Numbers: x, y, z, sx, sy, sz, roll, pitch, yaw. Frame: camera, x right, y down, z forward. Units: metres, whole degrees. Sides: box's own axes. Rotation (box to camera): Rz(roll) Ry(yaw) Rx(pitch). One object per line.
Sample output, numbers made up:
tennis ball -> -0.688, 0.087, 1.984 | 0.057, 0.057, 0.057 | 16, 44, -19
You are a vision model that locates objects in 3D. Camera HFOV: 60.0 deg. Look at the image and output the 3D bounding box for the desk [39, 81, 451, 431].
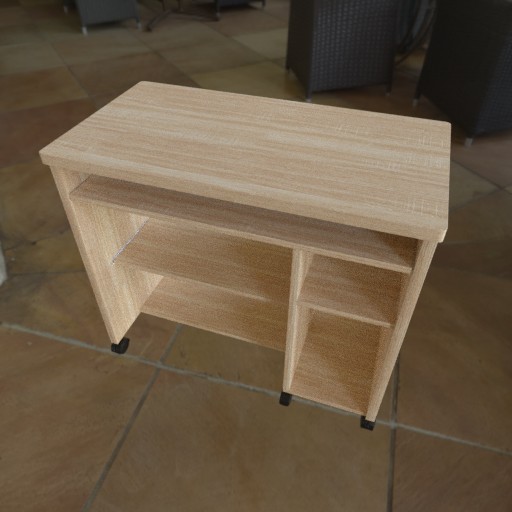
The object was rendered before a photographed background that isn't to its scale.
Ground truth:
desk -> 0.000, 0.000, 1.319 | 0.884, 0.770, 0.480 | 13, 43, 14
